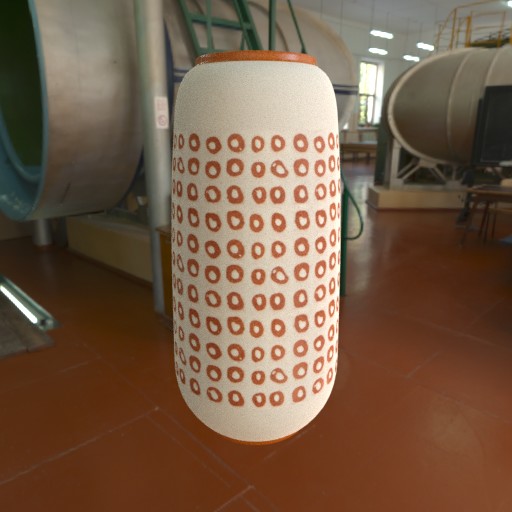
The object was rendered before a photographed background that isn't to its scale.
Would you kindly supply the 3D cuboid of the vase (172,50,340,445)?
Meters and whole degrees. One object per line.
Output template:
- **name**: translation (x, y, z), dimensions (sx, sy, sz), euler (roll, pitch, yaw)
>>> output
- **vase**: translation (0.000, 0.000, 0.345), dimensions (0.133, 0.282, 0.133), euler (0, 17, 0)
